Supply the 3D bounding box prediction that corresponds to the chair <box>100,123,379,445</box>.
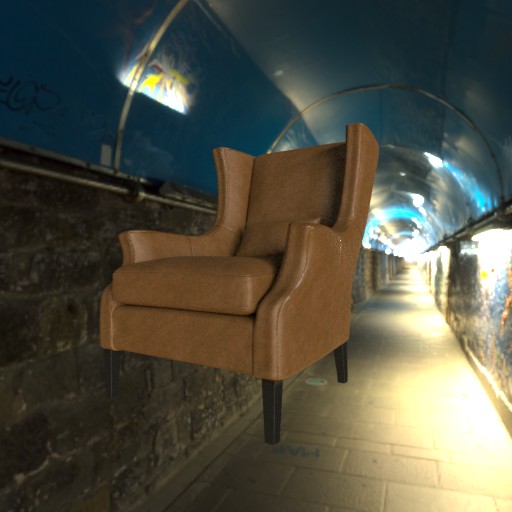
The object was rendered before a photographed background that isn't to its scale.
[{"bbox_3d":[0.000,0.000,1.744,0.852,1.016,0.925,0,0,35],"label":"chair"}]
